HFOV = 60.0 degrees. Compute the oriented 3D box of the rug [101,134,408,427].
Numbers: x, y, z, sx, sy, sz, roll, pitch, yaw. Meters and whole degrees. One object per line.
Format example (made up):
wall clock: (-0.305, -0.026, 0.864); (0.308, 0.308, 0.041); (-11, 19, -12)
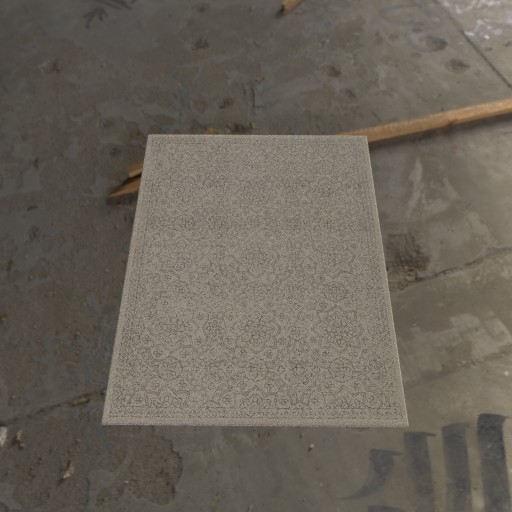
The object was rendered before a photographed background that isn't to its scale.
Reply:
rug: (0.000, 0.000, 4.231); (2.441, 0.015, 3.050); (0, 62, 0)
